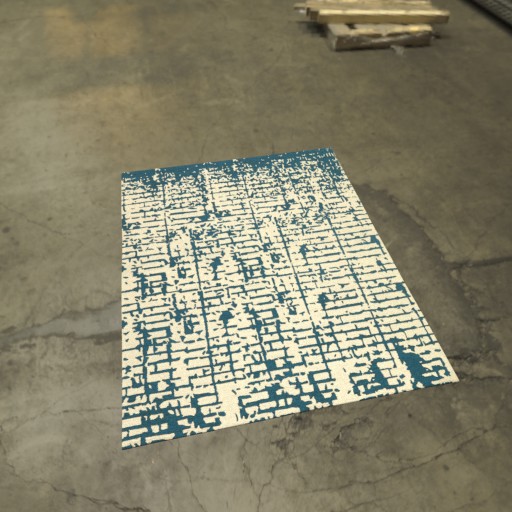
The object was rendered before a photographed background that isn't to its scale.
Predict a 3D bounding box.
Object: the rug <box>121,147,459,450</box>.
[{"bbox_3d":[0.000,0.000,4.063,2.416,0.014,3.017,-9,48,-8],"label":"rug"}]
